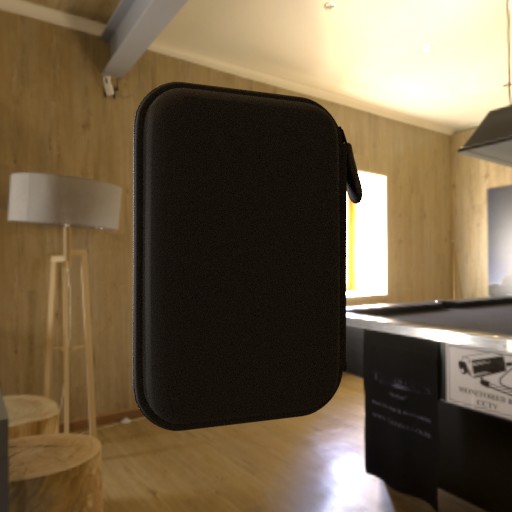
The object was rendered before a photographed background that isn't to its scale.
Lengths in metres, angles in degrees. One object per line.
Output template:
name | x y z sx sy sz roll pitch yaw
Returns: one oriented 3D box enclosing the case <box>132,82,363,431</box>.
case | 0.000 0.000 0.199 0.107 0.147 0.030 0 -1 -18
